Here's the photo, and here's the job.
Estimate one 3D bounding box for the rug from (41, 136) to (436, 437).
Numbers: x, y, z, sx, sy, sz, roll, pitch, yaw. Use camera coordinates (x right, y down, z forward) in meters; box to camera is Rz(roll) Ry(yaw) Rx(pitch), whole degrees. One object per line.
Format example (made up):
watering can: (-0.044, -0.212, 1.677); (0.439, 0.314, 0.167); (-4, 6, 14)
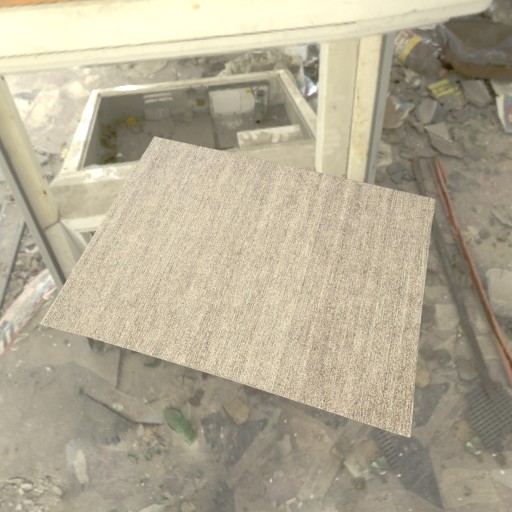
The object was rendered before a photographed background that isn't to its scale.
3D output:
rug: (0.000, 0.000, 4.231); (3.202, 0.045, 2.434); (15, 59, 9)
